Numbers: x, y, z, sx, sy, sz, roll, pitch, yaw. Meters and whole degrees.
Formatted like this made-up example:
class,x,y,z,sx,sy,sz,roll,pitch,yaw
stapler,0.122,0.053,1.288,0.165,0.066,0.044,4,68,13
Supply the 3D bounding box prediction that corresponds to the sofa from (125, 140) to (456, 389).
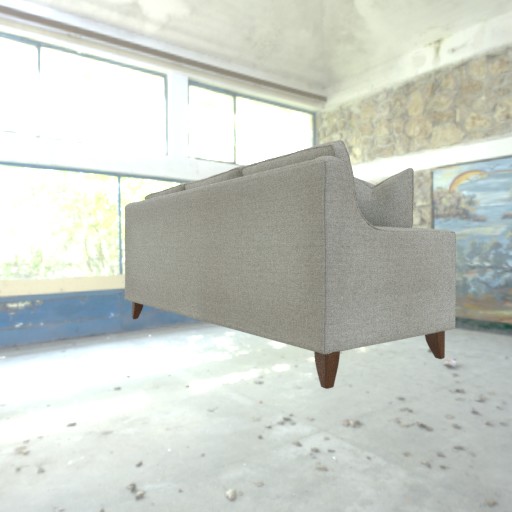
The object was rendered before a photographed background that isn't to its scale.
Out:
class,x,y,z,sx,sy,sz,roll,pitch,yaw
sofa,0.000,0.000,2.575,0.865,0.914,2.031,-1,1,-36
